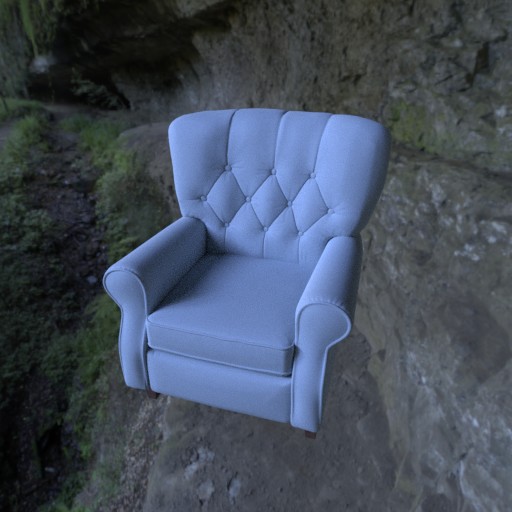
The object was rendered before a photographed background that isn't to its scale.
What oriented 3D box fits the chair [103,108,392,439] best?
[{"bbox_3d":[0.000,0.000,2.106,1.090,1.217,1.128,8,28,16],"label":"chair"}]
